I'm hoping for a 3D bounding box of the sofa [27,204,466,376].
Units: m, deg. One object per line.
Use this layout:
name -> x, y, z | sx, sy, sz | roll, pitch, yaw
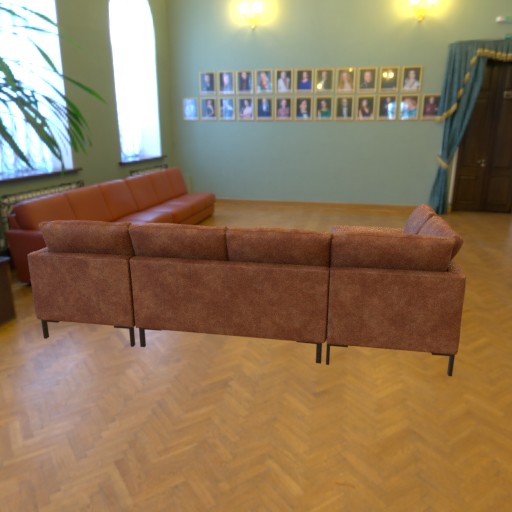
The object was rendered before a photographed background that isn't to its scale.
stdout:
sofa -> 0.000, 0.000, 3.826 | 2.956, 0.900, 1.939 | 3, 16, 10
